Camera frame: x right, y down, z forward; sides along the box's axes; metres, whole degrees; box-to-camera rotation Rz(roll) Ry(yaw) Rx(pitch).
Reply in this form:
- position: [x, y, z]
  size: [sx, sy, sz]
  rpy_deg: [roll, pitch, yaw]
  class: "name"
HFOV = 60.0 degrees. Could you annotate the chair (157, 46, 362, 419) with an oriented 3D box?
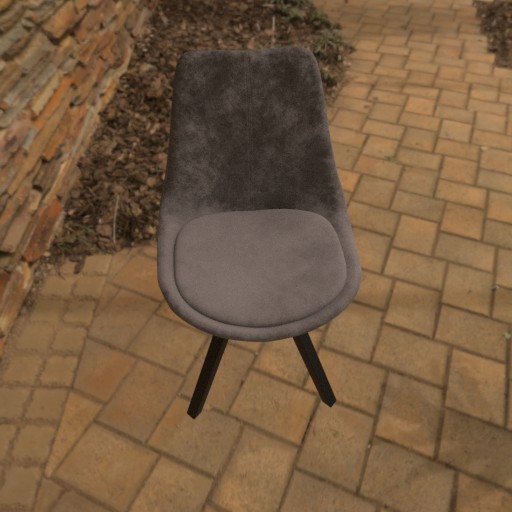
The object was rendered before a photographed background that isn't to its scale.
- position: [0.000, 0.000, 1.146]
  size: [0.485, 0.850, 0.550]
  rpy_deg: [-4, 46, -4]
  class: "chair"
